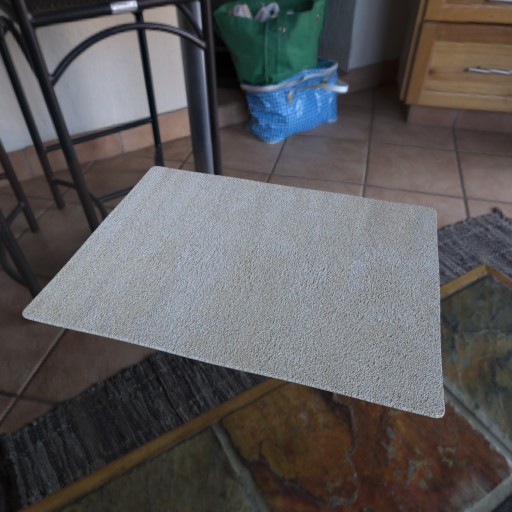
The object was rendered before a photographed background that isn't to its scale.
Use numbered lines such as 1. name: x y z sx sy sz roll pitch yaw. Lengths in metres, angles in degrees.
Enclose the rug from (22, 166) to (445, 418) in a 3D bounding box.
1. rug: 0.000 0.000 2.025 1.600 0.025 1.199 11 43 12
